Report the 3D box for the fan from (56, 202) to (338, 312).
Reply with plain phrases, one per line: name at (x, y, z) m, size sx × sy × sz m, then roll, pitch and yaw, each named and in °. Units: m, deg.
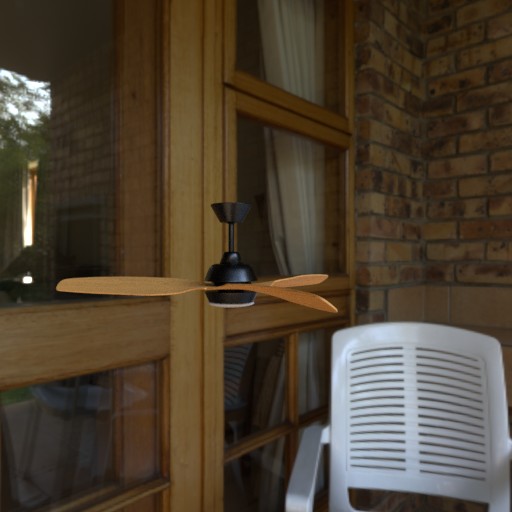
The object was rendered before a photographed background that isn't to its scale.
fan at (0.000, 0.000, 1.671) m, size 1.142 × 0.355 × 1.010 m, roll 0°, pitch 0°, yaw 37°
